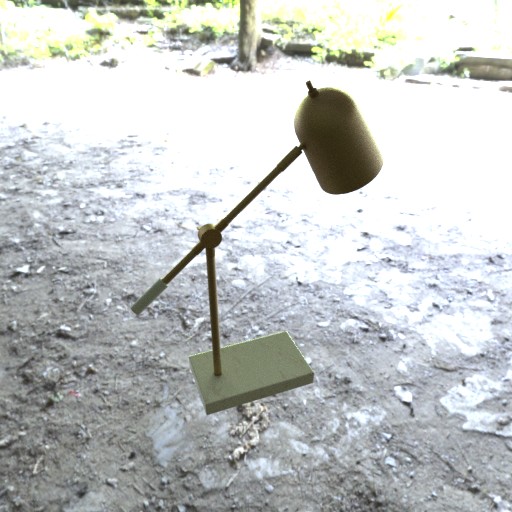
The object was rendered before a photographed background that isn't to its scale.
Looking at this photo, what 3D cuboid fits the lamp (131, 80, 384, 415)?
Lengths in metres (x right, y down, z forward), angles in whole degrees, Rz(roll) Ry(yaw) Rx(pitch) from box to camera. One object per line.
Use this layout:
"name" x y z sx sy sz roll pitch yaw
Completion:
"lamp" 0.000 0.000 0.821 0.471 0.603 0.144 -11 33 -18
